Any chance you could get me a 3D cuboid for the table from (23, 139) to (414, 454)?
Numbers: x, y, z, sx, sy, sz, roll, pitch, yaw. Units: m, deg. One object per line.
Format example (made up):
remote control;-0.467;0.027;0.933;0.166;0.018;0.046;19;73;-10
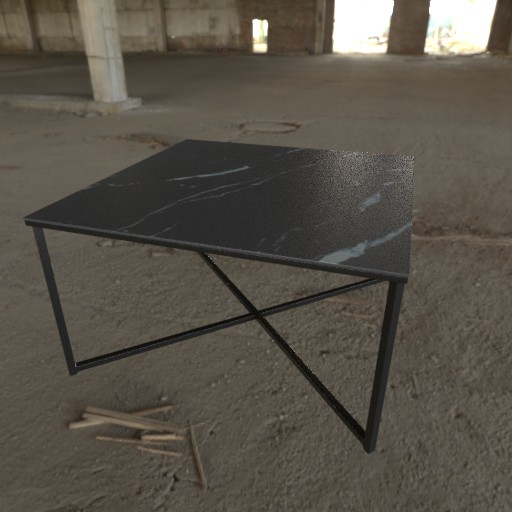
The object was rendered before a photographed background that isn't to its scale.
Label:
table;0.000;0.000;1.288;0.800;0.450;0.800;9;28;16
